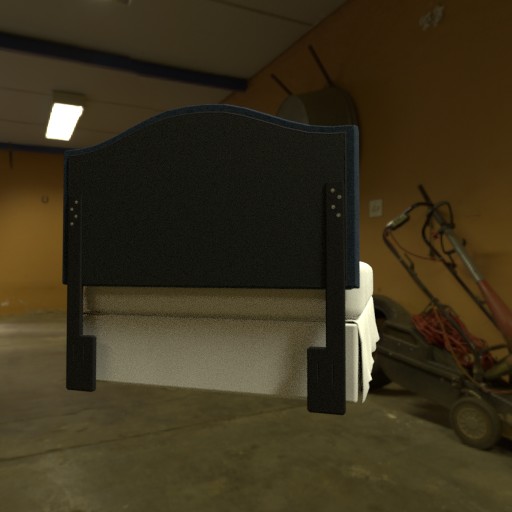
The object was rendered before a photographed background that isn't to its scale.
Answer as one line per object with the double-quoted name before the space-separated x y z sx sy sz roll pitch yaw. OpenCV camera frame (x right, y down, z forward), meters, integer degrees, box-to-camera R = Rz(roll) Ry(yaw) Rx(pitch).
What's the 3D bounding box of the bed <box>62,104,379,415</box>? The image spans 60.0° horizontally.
"bed" 0.000 0.000 3.274 1.713 1.518 2.153 0 -2 16
